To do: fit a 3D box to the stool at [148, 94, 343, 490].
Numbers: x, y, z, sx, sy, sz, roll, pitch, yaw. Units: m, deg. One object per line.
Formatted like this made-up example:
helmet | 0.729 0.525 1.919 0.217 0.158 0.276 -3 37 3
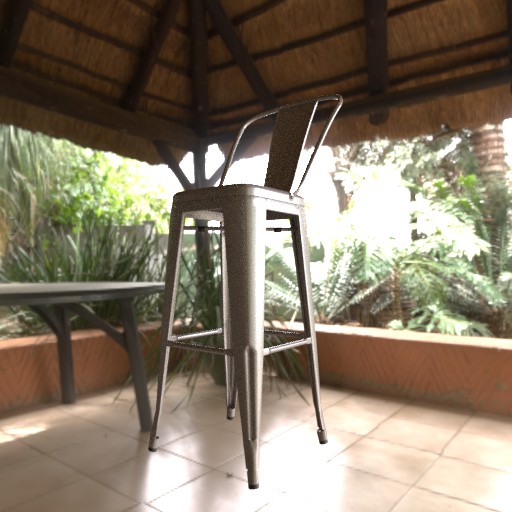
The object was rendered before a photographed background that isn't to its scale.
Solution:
stool | 0.000 0.000 1.340 0.399 1.096 0.513 -1 -2 37
